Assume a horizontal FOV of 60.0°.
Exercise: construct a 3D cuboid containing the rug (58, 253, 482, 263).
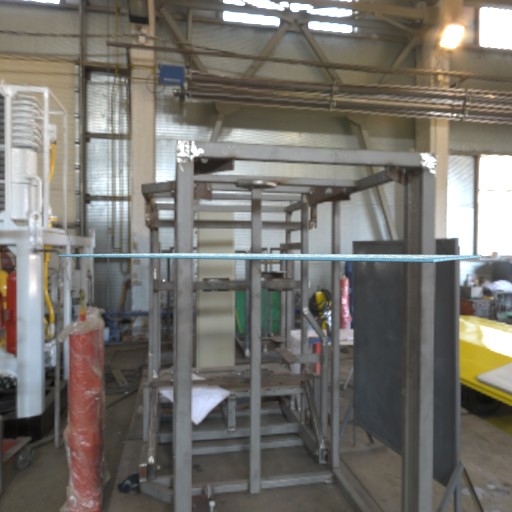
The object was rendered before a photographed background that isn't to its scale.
[{"bbox_3d":[0.000,0.000,1.417,1.219,0.007,0.604,1,1,34],"label":"rug"}]
